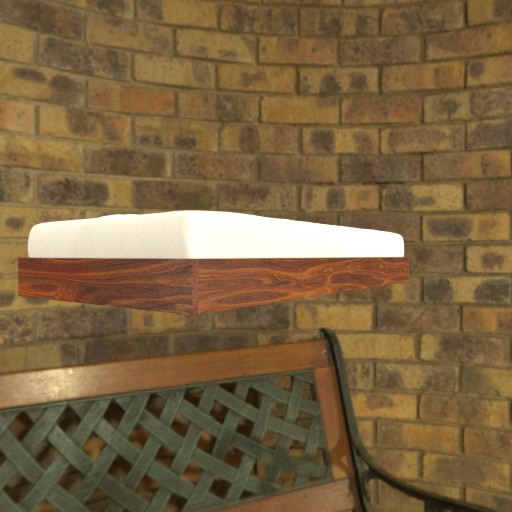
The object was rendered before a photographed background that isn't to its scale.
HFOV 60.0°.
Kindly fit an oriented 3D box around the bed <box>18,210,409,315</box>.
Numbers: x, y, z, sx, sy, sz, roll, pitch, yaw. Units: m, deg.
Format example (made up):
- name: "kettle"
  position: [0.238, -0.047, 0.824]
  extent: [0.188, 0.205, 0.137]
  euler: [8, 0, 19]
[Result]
- name: "bed"
  position: [0.000, 0.000, 2.203]
  extent: [0.940, 0.312, 1.860]
  euler: [0, 0, 36]
